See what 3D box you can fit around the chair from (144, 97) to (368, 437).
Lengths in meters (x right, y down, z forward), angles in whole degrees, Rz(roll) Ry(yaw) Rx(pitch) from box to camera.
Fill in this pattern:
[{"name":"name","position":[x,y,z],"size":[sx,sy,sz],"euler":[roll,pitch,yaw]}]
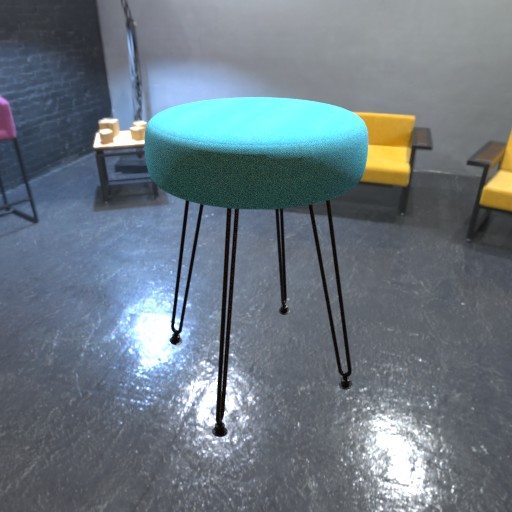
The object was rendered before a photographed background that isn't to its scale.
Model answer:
[{"name":"chair","position":[0.000,0.000,0.696],"size":[0.350,0.440,0.350],"euler":[10,31,18]}]
